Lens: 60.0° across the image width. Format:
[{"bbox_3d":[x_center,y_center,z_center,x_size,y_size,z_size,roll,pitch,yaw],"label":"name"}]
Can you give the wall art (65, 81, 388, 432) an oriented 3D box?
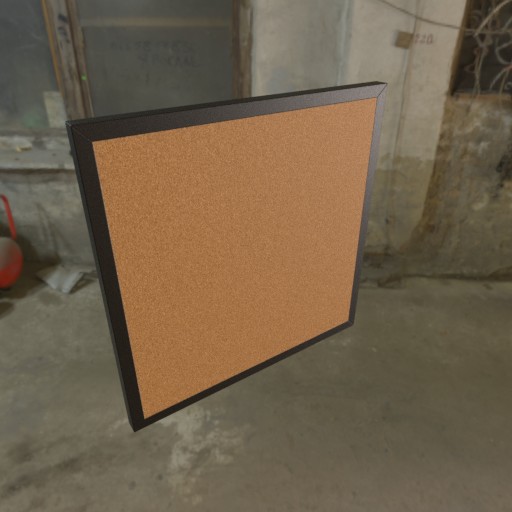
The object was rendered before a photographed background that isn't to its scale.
[{"bbox_3d":[0.000,0.000,1.123,0.765,0.765,0.038,-19,35,-29],"label":"wall art"}]
